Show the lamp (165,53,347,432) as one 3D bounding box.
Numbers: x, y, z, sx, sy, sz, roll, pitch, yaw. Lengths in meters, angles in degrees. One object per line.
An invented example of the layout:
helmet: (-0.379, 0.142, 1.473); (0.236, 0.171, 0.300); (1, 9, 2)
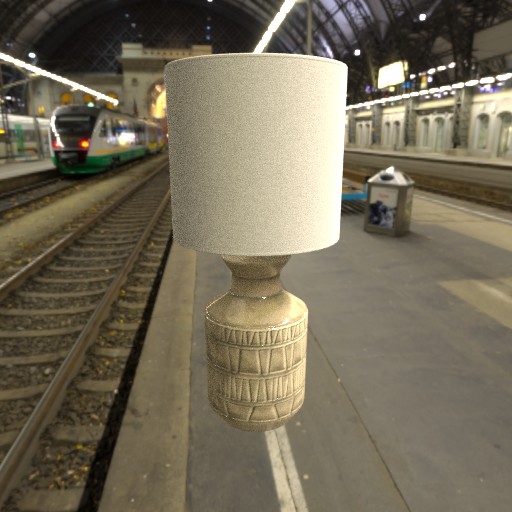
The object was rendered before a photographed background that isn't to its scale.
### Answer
lamp: (0.000, 0.000, 0.580); (0.211, 0.455, 0.211); (-8, 17, -27)
